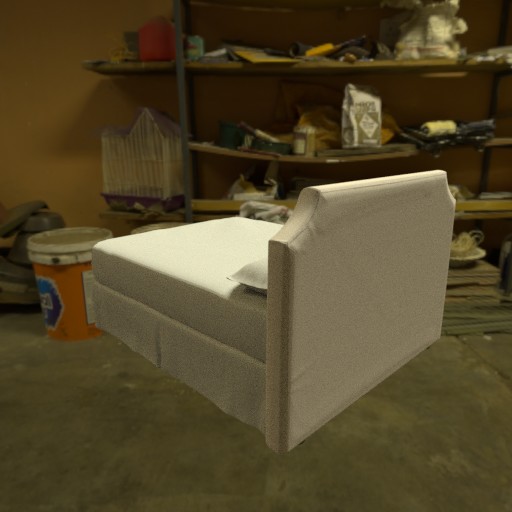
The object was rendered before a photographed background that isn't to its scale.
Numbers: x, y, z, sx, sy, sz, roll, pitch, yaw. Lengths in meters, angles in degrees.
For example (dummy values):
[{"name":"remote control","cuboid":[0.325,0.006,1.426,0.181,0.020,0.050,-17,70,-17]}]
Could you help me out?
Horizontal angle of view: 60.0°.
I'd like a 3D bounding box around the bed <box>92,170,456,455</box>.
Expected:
[{"name":"bed","cuboid":[0.000,0.000,3.300,2.164,1.297,1.828,15,21,43]}]
